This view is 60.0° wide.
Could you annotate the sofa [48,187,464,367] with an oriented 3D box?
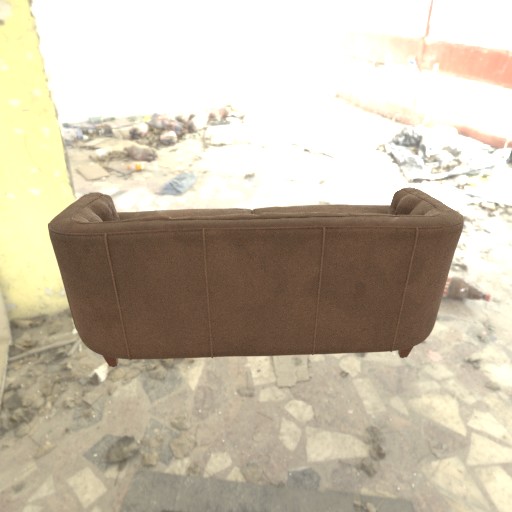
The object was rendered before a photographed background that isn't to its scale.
[{"bbox_3d":[0.000,0.000,2.250,1.767,0.799,0.917,-1,31,-2],"label":"sofa"}]
